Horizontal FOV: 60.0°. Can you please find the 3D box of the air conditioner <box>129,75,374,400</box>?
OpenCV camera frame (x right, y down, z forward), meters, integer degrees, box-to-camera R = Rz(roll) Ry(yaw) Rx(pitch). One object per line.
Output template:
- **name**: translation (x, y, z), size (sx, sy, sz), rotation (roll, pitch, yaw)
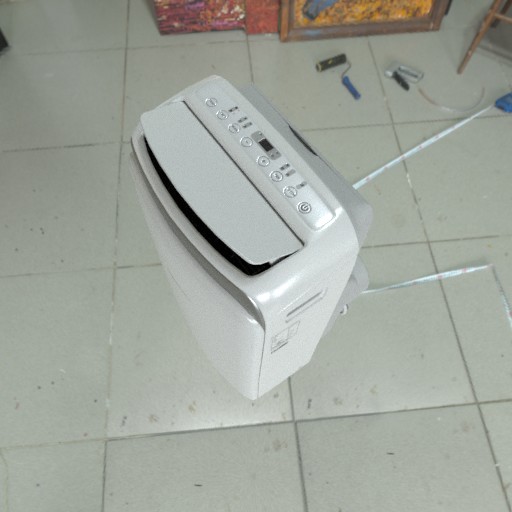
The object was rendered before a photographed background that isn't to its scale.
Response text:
- **air conditioner**: translation (0.000, 0.000, 1.050), size (0.414, 0.786, 0.449), rotation (-32, 68, -15)
